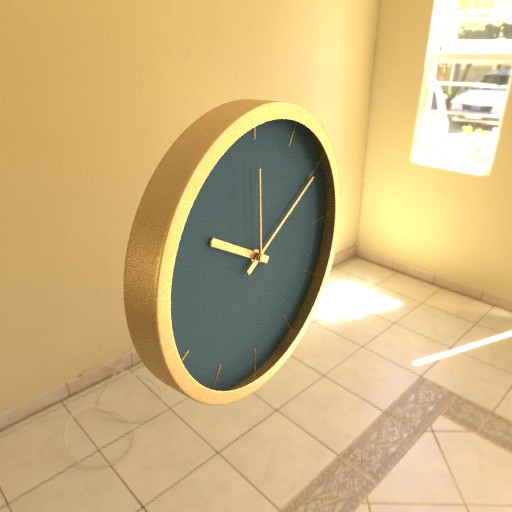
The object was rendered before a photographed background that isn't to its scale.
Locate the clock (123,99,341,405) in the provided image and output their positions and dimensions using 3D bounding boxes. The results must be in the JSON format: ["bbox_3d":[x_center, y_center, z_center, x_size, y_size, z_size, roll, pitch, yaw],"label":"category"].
[{"bbox_3d":[0.000,0.000,0.472,0.040,0.314,0.314,17,30,33],"label":"clock"}]
